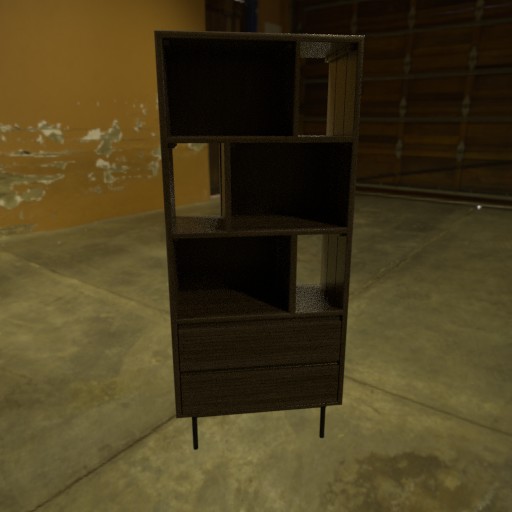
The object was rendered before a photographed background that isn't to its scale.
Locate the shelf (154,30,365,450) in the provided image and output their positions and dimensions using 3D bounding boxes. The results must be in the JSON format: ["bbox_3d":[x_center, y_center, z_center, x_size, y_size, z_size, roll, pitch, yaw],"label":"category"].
[{"bbox_3d":[0.000,0.000,1.753,0.670,1.545,0.323,-2,16,-7],"label":"shelf"}]
